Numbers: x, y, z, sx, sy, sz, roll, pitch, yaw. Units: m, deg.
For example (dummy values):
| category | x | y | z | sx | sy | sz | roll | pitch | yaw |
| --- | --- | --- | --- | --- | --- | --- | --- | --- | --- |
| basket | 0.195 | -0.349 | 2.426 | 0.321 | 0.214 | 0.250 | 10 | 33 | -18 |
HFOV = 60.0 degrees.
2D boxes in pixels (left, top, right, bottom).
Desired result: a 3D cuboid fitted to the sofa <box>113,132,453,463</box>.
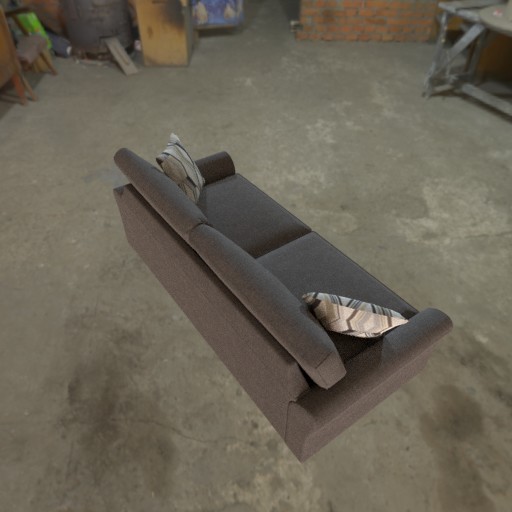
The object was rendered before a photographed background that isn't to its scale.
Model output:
| category | x | y | z | sx | sy | sz | roll | pitch | yaw |
| --- | --- | --- | --- | --- | --- | --- | --- | --- | --- |
| sofa | 0.000 | 0.000 | 2.570 | 0.889 | 0.813 | 2.032 | -26 | 48 | -26 |
